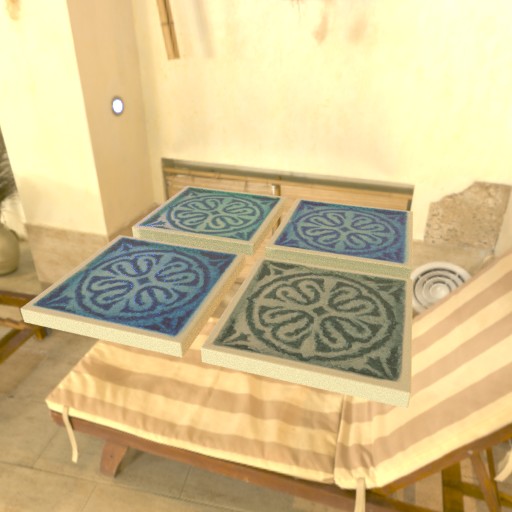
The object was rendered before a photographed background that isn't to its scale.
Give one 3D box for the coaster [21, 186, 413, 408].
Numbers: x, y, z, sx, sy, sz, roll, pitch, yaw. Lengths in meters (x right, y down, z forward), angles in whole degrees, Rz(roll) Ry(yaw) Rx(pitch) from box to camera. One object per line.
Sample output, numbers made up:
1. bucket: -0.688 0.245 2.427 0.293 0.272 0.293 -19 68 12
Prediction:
1. coaster: 0.000 0.000 0.319 0.214 0.010 0.219 9 30 15
